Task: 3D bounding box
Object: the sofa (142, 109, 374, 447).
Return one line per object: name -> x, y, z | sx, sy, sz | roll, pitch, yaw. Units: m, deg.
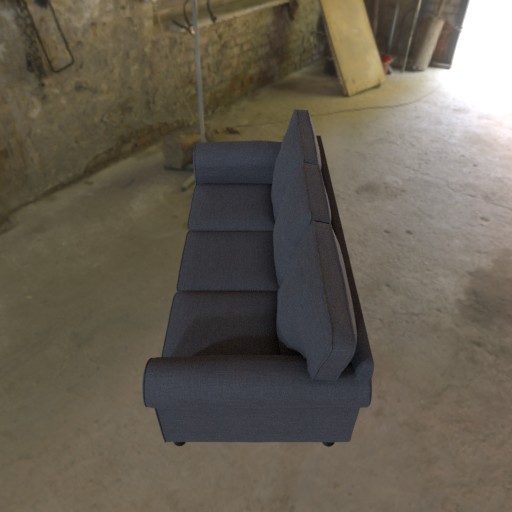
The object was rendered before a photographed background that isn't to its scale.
sofa -> 0.000, 0.000, 2.593 | 0.909, 0.966, 2.084 | 0, 41, 0
